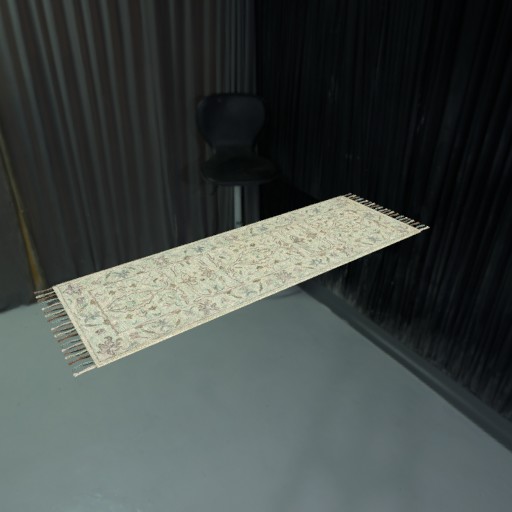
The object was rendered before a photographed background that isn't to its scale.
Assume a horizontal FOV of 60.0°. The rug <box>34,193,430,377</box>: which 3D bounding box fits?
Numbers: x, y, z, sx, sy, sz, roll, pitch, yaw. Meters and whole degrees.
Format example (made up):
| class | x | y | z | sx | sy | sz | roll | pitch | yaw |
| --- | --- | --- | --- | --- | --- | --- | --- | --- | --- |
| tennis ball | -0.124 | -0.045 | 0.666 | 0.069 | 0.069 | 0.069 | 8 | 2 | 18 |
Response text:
| class | x | y | z | sx | sy | sz | roll | pitch | yaw |
| --- | --- | --- | --- | --- | --- | --- | --- | --- | --- |
| rug | 0.000 | 0.000 | 2.762 | 2.440 | 0.013 | 0.769 | -20 | 36 | -30 |
